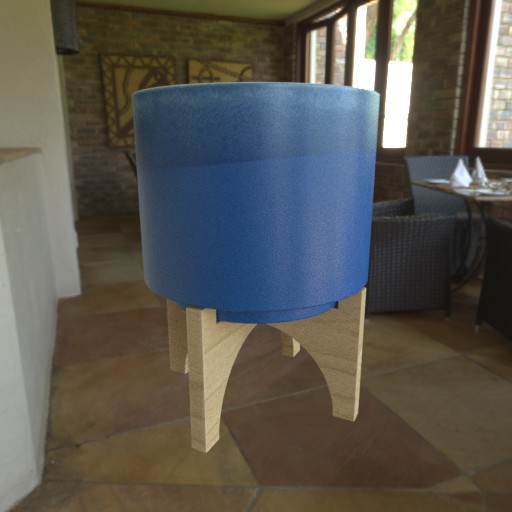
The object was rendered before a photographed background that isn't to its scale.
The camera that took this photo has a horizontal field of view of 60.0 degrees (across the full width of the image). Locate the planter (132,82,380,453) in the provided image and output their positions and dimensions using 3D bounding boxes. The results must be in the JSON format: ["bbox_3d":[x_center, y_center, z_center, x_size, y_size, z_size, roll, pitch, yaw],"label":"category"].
[{"bbox_3d":[0.000,0.000,0.388,0.192,0.263,0.192,0,15,0],"label":"planter"}]
